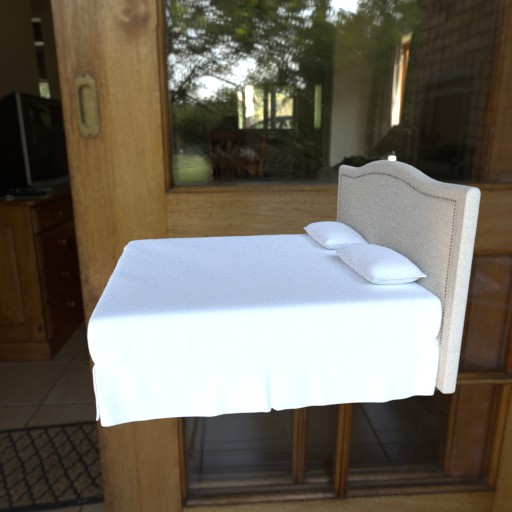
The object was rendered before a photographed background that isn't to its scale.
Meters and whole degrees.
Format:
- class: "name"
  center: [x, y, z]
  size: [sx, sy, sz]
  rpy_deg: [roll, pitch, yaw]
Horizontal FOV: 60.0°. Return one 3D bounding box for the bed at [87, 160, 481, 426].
- class: "bed"
  center: [0.000, 0.000, 3.399]
  size: [2.182, 1.421, 2.083]
  rpy_deg: [-2, 15, -9]
